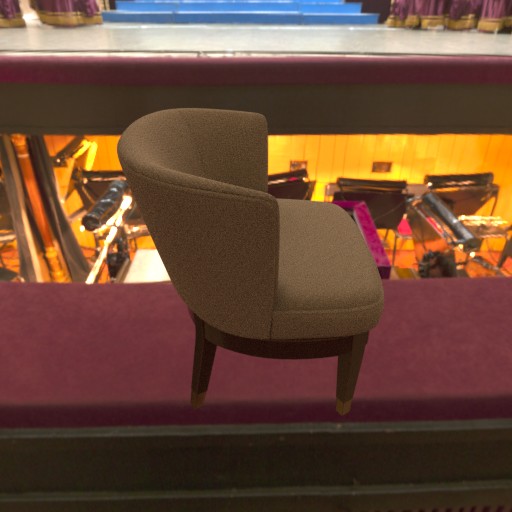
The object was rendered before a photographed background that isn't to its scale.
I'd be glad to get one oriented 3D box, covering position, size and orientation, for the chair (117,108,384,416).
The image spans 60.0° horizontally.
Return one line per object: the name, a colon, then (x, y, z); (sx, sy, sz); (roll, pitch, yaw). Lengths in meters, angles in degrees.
chair: (0.000, 0.000, 1.309); (0.660, 0.760, 0.700); (0, 30, -1)
